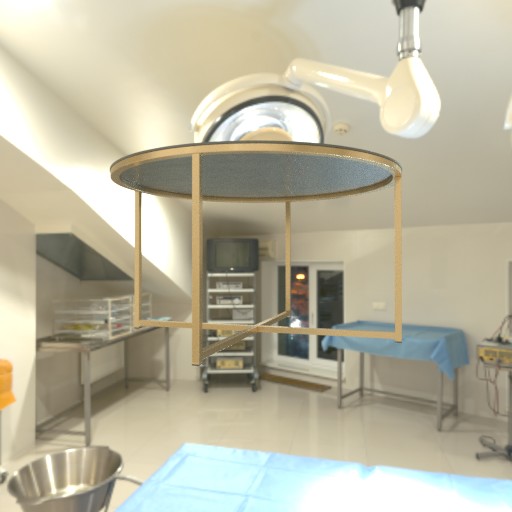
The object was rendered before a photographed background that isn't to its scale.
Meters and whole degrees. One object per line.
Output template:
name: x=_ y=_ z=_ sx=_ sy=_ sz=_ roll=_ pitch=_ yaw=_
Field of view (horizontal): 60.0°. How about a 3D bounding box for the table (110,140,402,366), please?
table: x=0.000 y=0.000 z=1.274 sx=0.800 sy=0.450 sz=0.800 roll=0 pitch=-1 yaw=0
